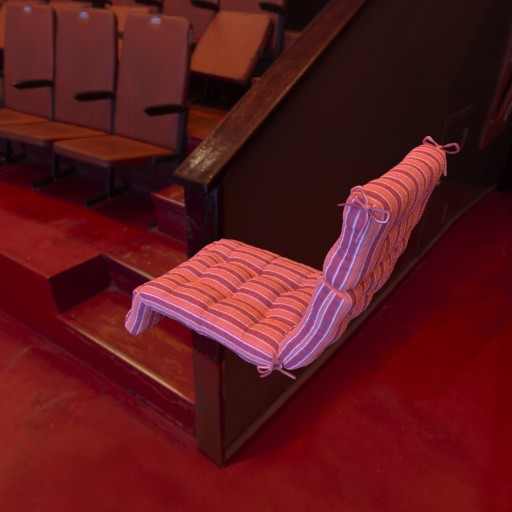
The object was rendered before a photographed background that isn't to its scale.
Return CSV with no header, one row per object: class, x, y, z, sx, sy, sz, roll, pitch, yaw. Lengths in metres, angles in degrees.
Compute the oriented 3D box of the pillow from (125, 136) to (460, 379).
pillow,0.000,0.000,1.502,1.016,0.863,0.526,21,37,31
